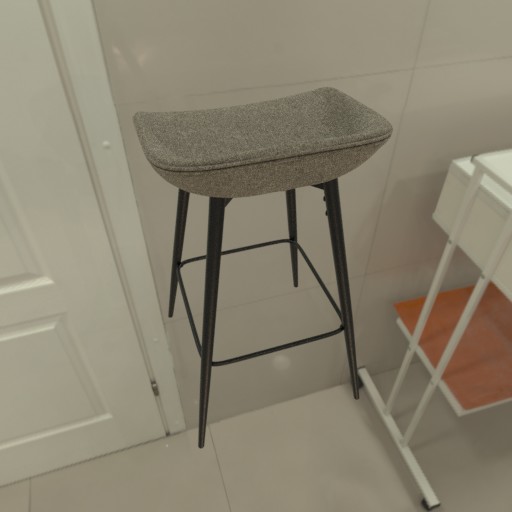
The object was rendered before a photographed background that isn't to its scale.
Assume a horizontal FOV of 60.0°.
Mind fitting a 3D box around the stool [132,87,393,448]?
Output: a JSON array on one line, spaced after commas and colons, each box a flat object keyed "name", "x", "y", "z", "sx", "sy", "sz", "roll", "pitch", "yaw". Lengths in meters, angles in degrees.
[{"name": "stool", "x": 0.000, "y": 0.000, "z": 1.105, "sx": 0.469, "sy": 0.814, "sz": 0.480, "roll": -12, "pitch": 43, "yaw": -13}]
